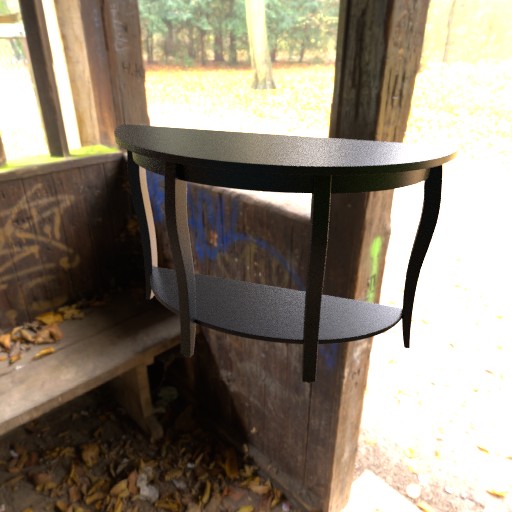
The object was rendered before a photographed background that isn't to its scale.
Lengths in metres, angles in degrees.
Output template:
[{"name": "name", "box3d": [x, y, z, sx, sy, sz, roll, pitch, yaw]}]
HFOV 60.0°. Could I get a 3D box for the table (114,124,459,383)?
[{"name": "table", "box3d": [0.000, 0.000, 1.583, 1.219, 0.780, 0.394, 8, 28, 16]}]
